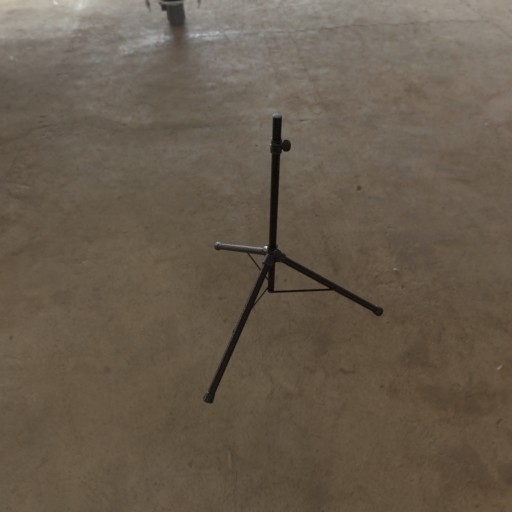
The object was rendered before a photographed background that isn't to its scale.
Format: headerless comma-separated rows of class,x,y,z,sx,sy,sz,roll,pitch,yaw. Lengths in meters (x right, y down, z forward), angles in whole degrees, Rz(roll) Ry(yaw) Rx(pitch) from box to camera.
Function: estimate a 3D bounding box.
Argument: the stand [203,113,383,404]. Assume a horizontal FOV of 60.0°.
stand,0.000,0.000,1.866,1.045,1.136,0.907,23,51,21
